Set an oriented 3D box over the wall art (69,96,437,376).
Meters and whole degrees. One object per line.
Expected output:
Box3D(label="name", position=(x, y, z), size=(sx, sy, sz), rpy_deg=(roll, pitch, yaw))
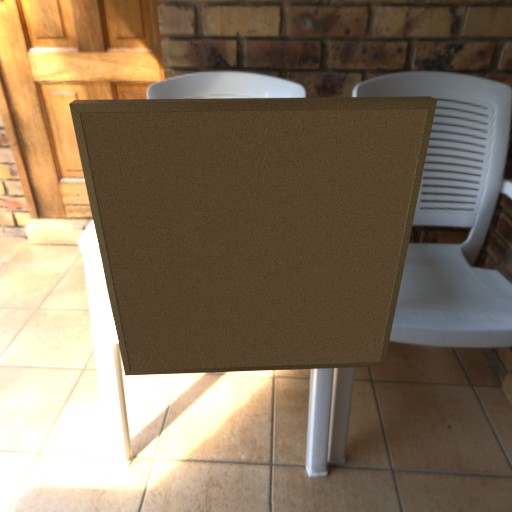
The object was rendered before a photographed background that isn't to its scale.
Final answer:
Box3D(label="wall art", position=(0.000, 0.000, 1.125), size=(0.762, 0.762, 0.038), rpy_deg=(-1, 31, -2))
